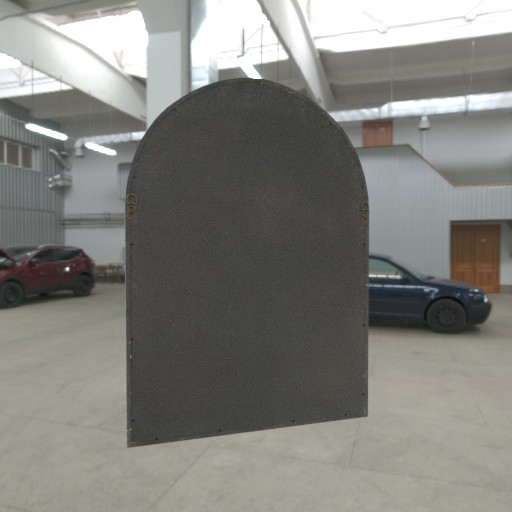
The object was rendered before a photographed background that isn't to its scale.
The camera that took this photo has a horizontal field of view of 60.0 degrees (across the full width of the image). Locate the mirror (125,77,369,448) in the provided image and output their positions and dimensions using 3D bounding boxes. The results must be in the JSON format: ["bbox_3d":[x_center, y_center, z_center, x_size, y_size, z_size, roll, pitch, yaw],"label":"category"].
[{"bbox_3d":[0.000,0.000,1.167,0.660,0.920,0.032,0,1,-17],"label":"mirror"}]
